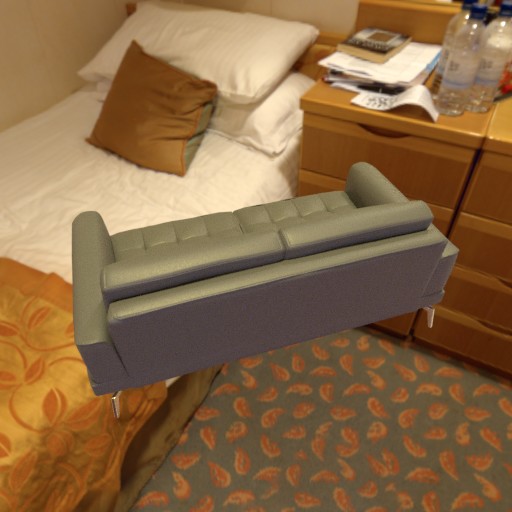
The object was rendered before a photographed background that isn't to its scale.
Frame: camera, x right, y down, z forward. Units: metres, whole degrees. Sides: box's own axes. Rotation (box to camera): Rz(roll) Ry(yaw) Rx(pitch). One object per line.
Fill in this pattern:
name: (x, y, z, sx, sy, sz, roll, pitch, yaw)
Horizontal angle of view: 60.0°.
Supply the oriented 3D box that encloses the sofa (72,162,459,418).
sofa: (0.000, 0.000, 2.765, 2.177, 0.930, 1.121, -12, 44, -13)
